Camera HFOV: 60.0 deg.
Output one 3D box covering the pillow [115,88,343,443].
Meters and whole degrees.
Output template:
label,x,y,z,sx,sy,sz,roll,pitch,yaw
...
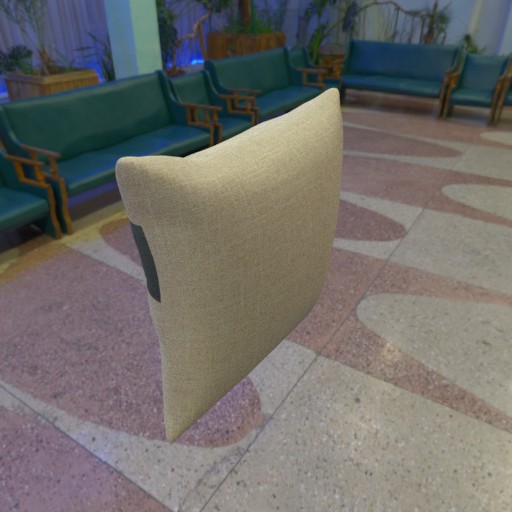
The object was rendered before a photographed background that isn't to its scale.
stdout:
label,x,y,z,sx,sy,sz,roll,pitch,yaw
pillow,0.000,0.000,0.634,0.173,0.399,0.414,20,37,30
